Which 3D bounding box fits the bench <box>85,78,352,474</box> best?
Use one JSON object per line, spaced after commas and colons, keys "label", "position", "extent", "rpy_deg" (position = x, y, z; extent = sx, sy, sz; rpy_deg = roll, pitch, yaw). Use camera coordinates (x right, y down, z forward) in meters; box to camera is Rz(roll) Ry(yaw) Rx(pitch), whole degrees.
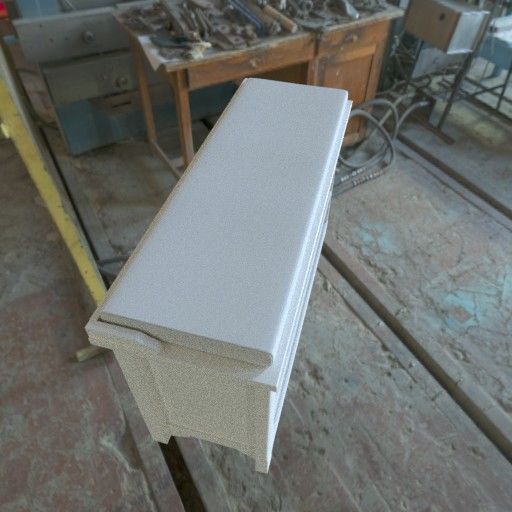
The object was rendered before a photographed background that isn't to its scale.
{"label": "bench", "position": [0.000, 0.000, 1.262], "extent": [0.346, 0.589, 0.987], "rpy_deg": [12, 48, 11]}
